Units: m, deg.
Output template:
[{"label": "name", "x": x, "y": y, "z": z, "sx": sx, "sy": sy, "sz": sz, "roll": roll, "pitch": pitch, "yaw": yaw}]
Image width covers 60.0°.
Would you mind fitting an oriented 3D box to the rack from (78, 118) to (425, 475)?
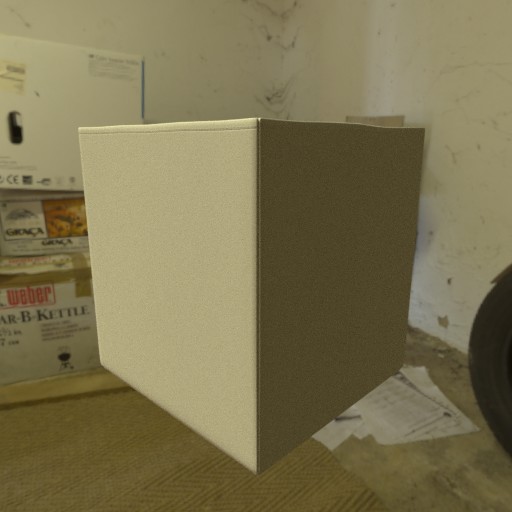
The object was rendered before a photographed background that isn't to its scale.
[{"label": "rack", "x": 0.000, "y": 0.000, "z": 0.503, "sx": 0.270, "sy": 0.280, "sz": 0.270, "roll": 13, "pitch": 19, "yaw": 43}]
